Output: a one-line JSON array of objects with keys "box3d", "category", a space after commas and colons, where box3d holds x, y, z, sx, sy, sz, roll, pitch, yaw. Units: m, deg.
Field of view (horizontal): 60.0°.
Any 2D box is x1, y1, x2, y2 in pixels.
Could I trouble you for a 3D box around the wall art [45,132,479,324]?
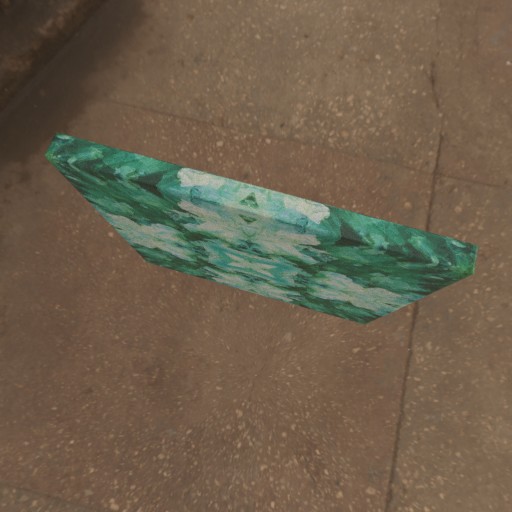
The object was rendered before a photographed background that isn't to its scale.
[{"box3d": [0.000, 0.000, 0.748, 0.507, 0.508, 0.038, 16, 76, 4], "category": "wall art"}]
